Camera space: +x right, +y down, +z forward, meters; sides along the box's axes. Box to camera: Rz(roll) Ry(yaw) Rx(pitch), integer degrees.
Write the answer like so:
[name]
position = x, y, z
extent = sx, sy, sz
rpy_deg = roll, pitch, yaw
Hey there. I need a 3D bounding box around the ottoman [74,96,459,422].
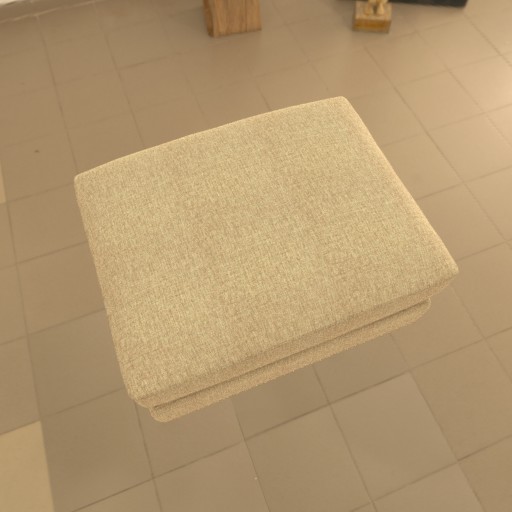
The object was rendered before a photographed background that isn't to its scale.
[ottoman]
position = 0.000, 0.000, 1.167
extent = 0.741, 0.513, 0.584
rpy_deg = -19, 65, -9
